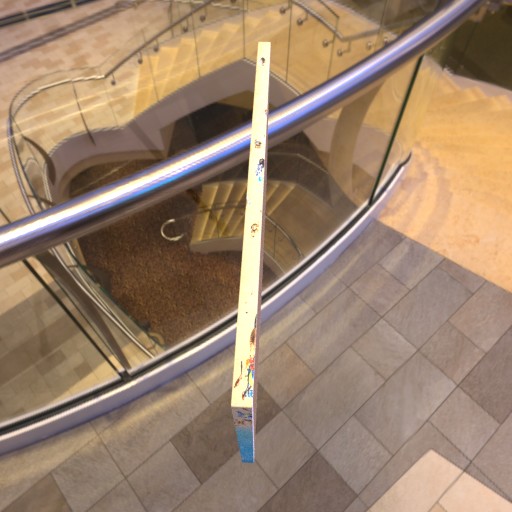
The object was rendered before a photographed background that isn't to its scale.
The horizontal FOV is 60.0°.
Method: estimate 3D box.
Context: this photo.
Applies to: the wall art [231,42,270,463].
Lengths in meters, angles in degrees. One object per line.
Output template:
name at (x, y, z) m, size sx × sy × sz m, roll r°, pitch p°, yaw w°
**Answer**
wall art at (0.000, 0.000, 1.442) m, size 0.040 × 0.769 × 1.136 m, roll 2°, pitch 58°, yaw 1°
